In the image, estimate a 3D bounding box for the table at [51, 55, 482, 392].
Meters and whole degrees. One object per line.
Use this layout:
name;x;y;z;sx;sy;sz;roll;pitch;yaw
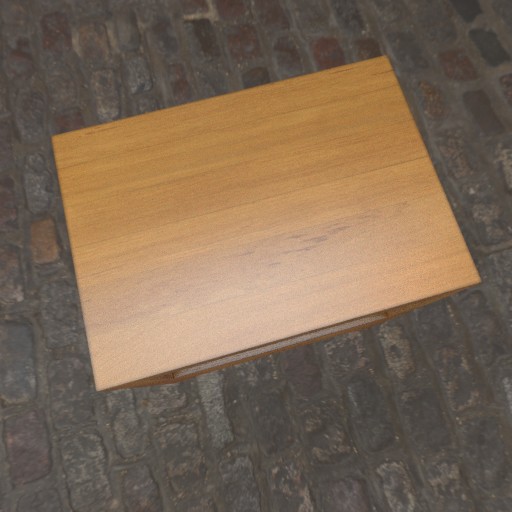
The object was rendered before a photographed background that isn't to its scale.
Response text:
table;0.000;0.000;0.946;0.550;0.605;0.400;-15;76;-4
